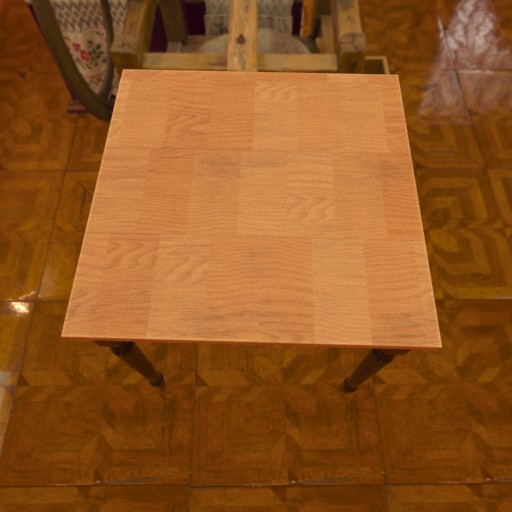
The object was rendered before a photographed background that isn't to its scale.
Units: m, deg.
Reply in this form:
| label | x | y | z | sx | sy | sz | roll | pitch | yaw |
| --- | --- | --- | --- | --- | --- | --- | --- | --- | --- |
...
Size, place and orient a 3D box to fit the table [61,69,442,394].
| label | x | y | z | sx | sy | sz | roll | pitch | yaw |
| --- | --- | --- | --- | --- | --- | --- | --- | --- | --- |
| table | 0.000 | 0.000 | 1.363 | 0.747 | 0.738 | 0.747 | 1 | 63 | 1 |
